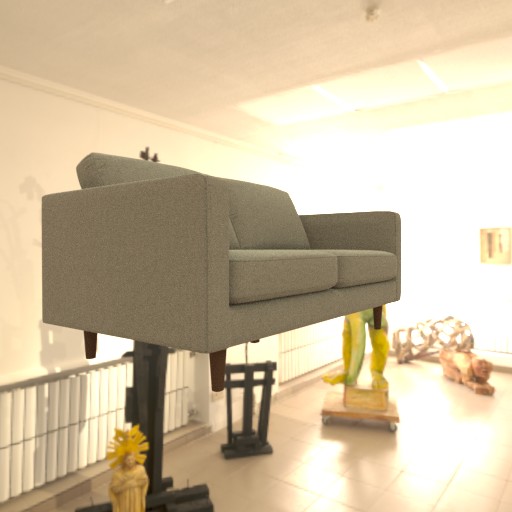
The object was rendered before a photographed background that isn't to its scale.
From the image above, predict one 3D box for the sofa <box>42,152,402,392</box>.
[{"bbox_3d":[0.000,0.000,2.287,1.000,0.900,1.731,1,1,37],"label":"sofa"}]
